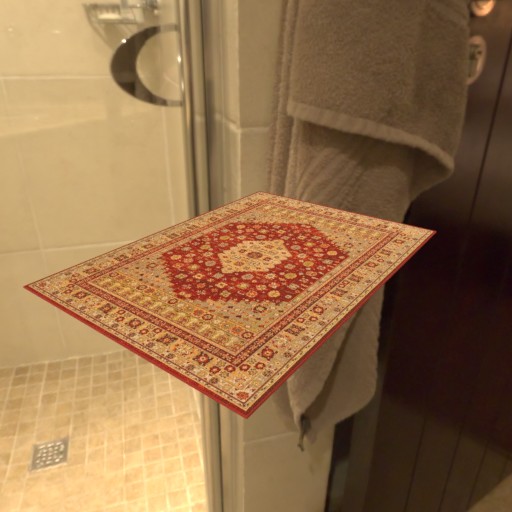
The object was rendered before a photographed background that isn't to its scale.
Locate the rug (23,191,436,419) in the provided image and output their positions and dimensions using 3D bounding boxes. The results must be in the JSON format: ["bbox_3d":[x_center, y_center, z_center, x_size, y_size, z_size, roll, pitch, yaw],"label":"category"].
[{"bbox_3d":[0.000,0.000,2.838,1.593,0.013,2.211,18,31,33],"label":"rug"}]
